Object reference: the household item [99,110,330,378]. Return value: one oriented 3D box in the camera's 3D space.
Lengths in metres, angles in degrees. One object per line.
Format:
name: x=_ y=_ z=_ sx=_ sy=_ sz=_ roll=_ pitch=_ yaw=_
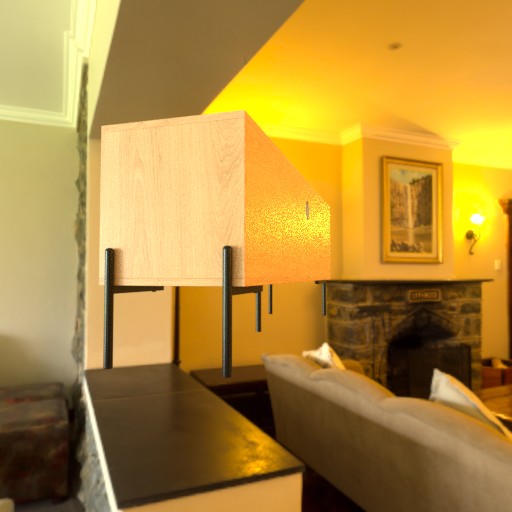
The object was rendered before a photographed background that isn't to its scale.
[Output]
household item: x=0.000 y=0.000 z=1.772 sx=0.400 sy=0.600 sz=1.550 roll=-1 pitch=-2 yaw=17
